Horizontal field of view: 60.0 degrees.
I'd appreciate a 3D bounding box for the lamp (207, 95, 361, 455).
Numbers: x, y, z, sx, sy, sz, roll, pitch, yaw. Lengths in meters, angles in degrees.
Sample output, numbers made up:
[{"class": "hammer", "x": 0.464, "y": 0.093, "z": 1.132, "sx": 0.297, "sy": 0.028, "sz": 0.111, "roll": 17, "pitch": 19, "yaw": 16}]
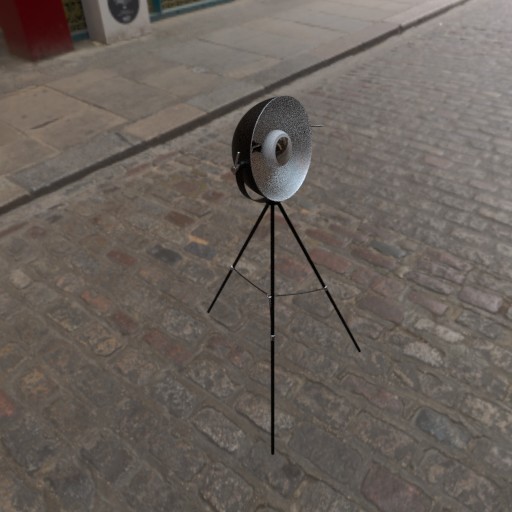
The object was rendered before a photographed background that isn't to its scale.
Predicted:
[{"class": "lamp", "x": 0.000, "y": 0.000, "z": 2.074, "sx": 0.920, "sy": 1.512, "sz": 0.817, "roll": 27, "pitch": 47, "yaw": 28}]
